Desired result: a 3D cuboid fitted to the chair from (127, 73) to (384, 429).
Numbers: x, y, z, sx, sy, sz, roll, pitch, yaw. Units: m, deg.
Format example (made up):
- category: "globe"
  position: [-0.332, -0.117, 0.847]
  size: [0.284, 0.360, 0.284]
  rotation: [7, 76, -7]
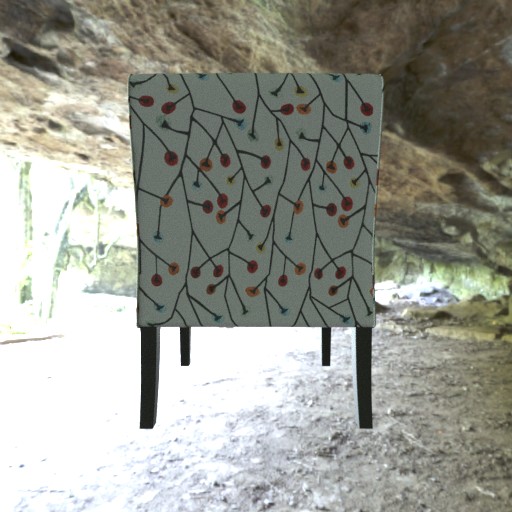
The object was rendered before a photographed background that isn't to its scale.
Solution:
- category: "chair"
  position: [0.000, 0.000, 1.334]
  size: [0.597, 0.813, 0.732]
  rotation: [0, -1, 0]
